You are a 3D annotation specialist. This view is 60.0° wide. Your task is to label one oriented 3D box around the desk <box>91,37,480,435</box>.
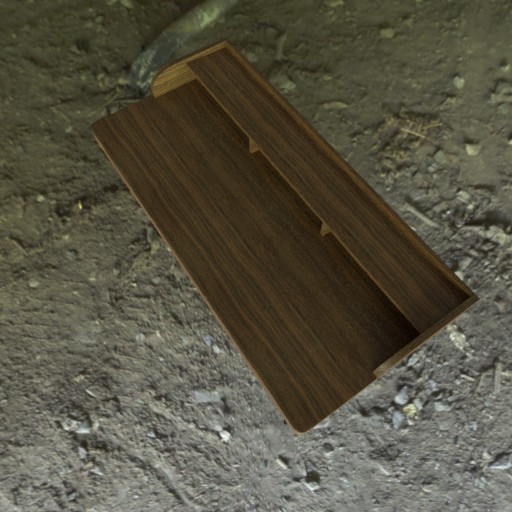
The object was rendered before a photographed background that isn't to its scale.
[{"bbox_3d":[0.000,0.000,1.657,0.565,0.854,1.200,-32,68,-15],"label":"desk"}]
